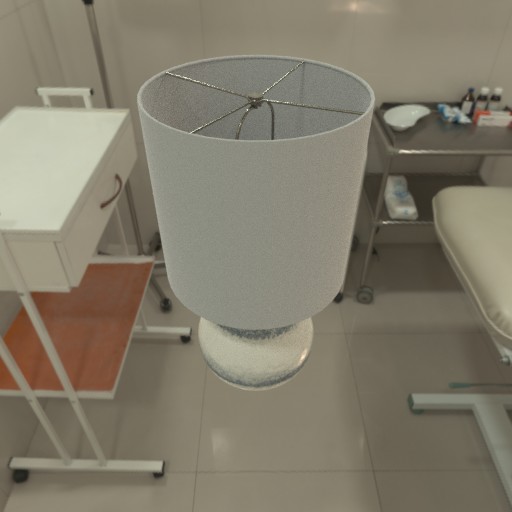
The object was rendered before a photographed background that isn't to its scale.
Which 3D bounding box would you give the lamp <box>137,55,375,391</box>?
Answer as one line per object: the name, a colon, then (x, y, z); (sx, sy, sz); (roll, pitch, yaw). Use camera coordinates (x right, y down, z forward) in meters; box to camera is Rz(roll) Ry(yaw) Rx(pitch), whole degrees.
lamp: (0.000, 0.000, 0.541); (0.216, 0.404, 0.216); (0, 40, 0)
